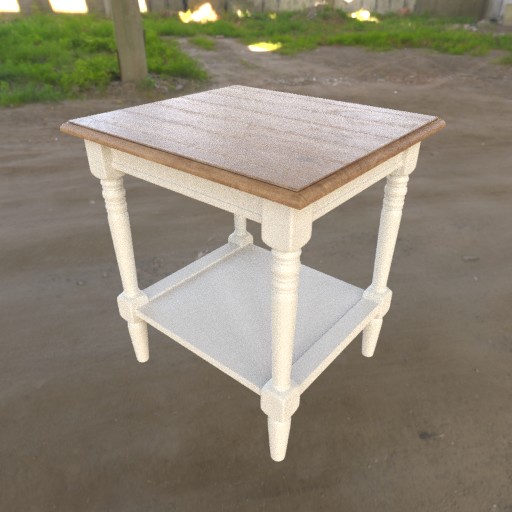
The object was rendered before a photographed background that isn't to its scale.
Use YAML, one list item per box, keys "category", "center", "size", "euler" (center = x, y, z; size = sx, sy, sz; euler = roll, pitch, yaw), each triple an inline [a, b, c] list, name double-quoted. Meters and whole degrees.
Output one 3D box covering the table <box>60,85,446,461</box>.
- category: "table"
  center: [0.000, 0.000, 0.921]
  size: [0.508, 0.561, 0.457]
  euler: [23, 38, 33]
